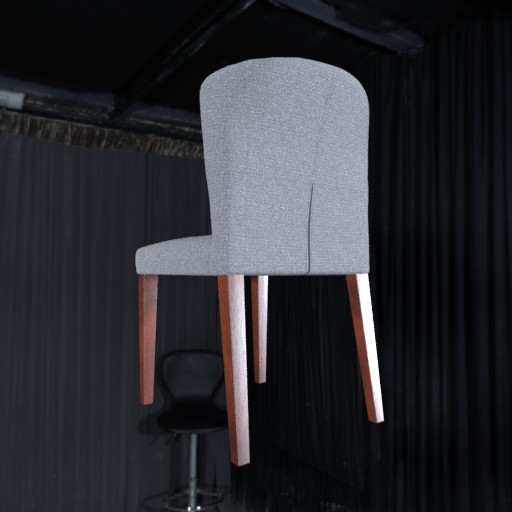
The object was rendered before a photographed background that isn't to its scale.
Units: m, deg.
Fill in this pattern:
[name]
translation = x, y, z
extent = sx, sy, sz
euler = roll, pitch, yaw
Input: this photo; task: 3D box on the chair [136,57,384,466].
[chair]
translation = 0.000, 0.000, 1.200
extent = 0.491, 0.839, 0.589
euler = 1, -2, -36
